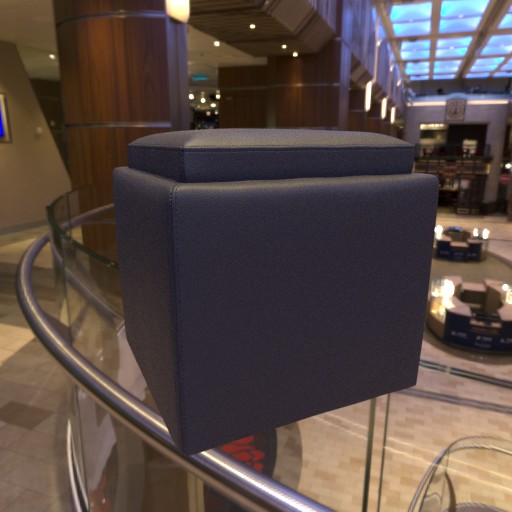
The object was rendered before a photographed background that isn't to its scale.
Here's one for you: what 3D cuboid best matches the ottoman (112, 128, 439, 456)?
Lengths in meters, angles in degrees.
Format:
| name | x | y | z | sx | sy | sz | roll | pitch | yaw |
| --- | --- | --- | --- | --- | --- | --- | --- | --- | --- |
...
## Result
| name | x | y | z | sx | sy | sz | roll | pitch | yaw |
| --- | --- | --- | --- | --- | --- | --- | --- | --- | --- |
| ottoman | 0.000 | 0.000 | 0.833 | 0.451 | 0.460 | 0.450 | -7 | 16 | -25 |
